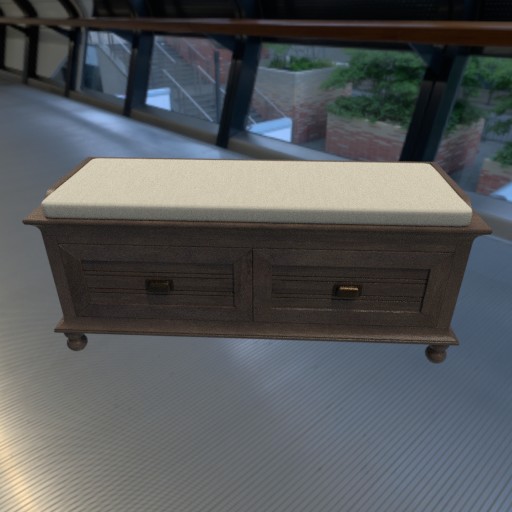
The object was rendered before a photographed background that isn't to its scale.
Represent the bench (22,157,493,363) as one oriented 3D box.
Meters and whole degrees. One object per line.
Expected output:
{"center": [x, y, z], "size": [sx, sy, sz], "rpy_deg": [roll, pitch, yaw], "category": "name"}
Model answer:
{"center": [0.000, 0.000, 1.387], "size": [1.185, 0.501, 0.402], "rpy_deg": [1, 30, 2], "category": "bench"}
